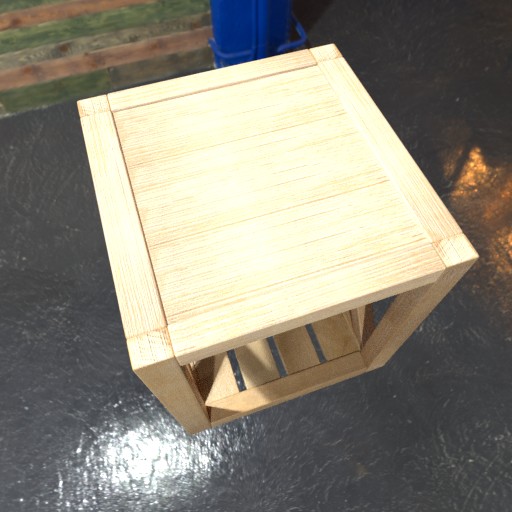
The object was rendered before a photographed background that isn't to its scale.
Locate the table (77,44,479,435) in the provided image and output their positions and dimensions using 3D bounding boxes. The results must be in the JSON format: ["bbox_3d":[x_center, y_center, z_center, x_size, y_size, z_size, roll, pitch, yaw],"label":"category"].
[{"bbox_3d":[0.000,0.000,1.039,0.558,0.610,0.559,-17,62,-9],"label":"table"}]
